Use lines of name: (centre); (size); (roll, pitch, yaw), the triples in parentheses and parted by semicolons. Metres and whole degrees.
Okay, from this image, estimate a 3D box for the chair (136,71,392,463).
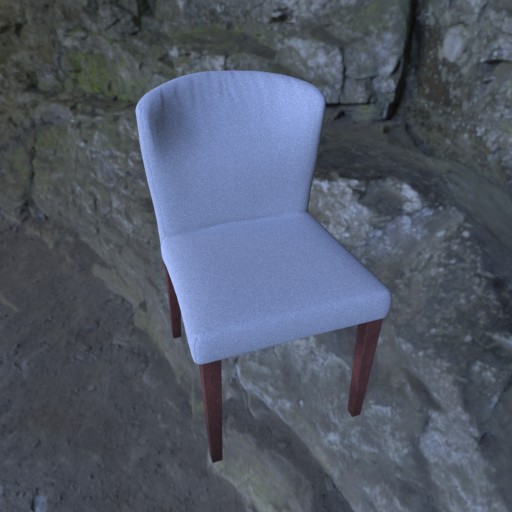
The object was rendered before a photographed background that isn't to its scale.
chair: (0.000, 0.000, 1.184); (0.491, 0.839, 0.592); (-11, 34, -17)
